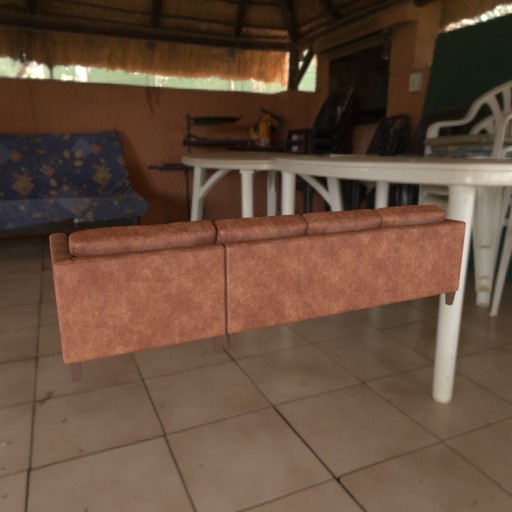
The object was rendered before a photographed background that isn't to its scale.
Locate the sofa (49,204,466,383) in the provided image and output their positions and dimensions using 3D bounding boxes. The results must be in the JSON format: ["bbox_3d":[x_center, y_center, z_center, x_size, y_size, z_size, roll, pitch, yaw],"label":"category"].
[{"bbox_3d":[0.000,0.000,3.838,3.203,0.883,1.581,-6,15,-25],"label":"sofa"}]
